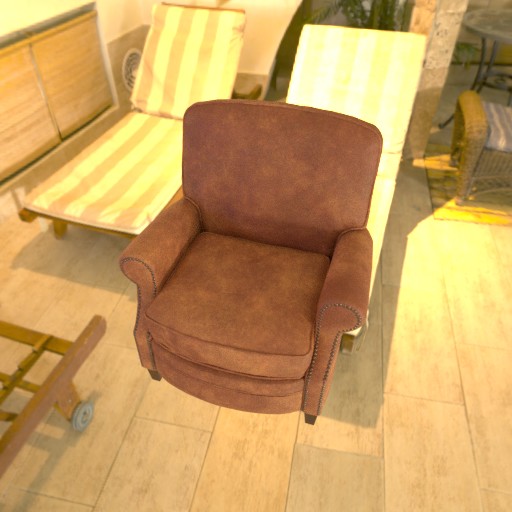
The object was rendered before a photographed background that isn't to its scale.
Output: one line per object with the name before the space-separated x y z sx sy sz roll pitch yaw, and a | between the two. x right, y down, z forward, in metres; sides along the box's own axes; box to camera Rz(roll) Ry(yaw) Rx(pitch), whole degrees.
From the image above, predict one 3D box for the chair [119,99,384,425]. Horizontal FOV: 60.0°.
chair | 0.000 0.000 1.819 0.936 1.018 0.986 12 43 13
